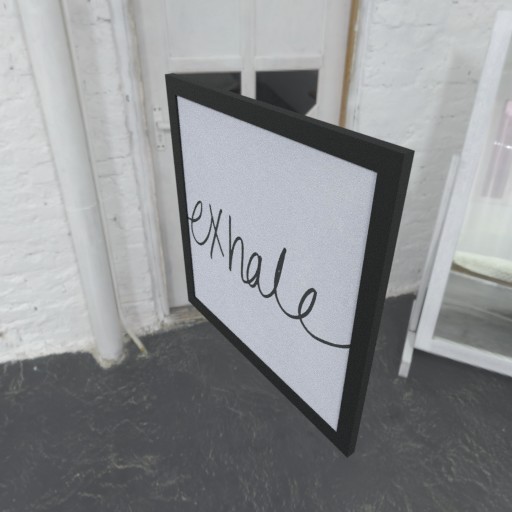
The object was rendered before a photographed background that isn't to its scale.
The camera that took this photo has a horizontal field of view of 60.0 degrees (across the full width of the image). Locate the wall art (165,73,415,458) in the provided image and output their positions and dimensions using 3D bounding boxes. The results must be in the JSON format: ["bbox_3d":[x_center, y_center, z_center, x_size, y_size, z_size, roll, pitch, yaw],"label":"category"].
[{"bbox_3d":[0.000,0.000,0.528,0.012,0.357,0.358,-22,39,-31],"label":"wall art"}]
